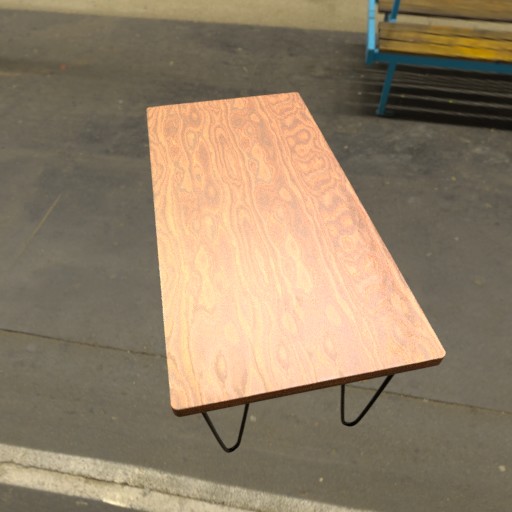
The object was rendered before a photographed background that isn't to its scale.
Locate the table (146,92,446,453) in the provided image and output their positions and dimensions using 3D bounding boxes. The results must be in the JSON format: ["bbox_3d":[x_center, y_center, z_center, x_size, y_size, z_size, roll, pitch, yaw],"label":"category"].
[{"bbox_3d":[0.000,0.000,2.225,0.883,0.753,1.791,-9,48,-8],"label":"table"}]
